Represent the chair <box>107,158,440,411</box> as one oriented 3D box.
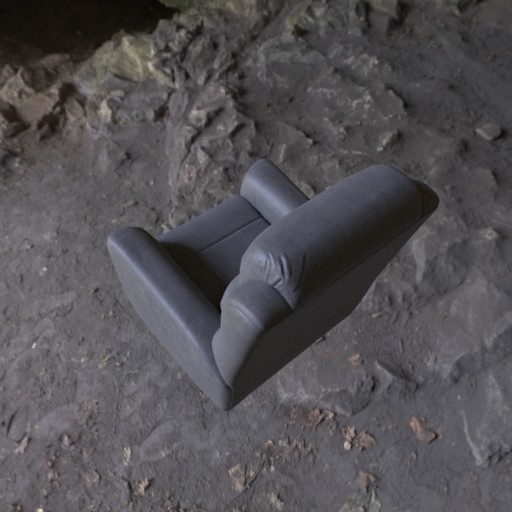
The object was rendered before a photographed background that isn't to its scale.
[{"bbox_3d":[0.000,0.000,1.963,0.967,1.116,1.068,-32,55,-26],"label":"chair"}]
